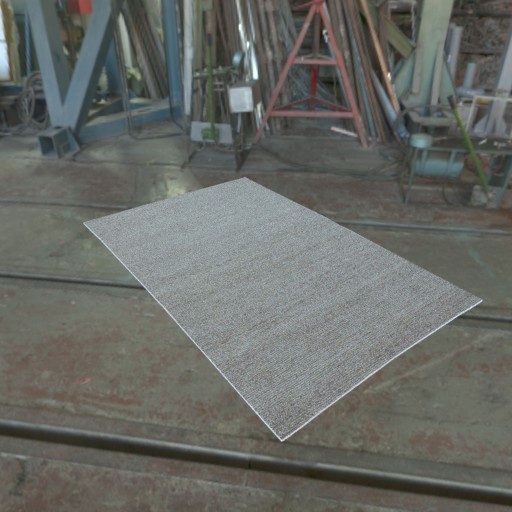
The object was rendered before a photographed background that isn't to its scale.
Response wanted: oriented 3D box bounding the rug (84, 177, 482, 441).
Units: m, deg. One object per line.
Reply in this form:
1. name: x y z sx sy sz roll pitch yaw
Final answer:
1. rug: 0.000 0.000 2.246 1.154 0.021 1.792 -22 38 -31
